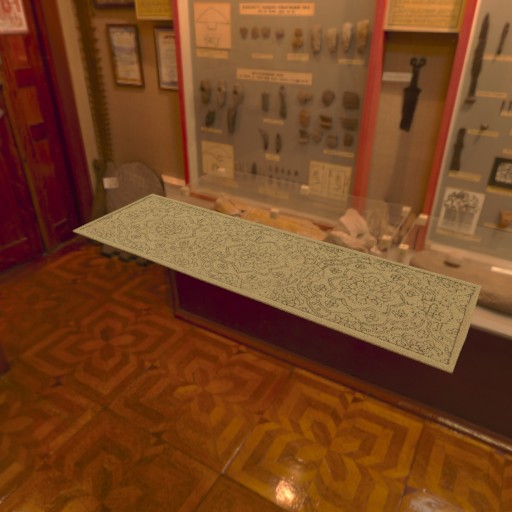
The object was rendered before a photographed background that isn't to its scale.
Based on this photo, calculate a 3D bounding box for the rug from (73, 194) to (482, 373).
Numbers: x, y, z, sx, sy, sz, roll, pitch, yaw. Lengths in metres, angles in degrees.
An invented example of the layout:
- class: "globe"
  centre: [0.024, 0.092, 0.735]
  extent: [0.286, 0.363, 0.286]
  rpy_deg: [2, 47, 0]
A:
- class: "rug"
  centre: [0.000, 0.000, 2.705]
  extent: [2.448, 0.012, 0.769]
  rpy_deg: [18, 35, 27]
